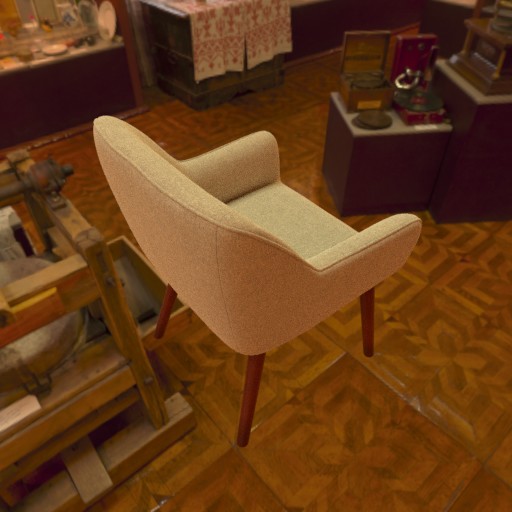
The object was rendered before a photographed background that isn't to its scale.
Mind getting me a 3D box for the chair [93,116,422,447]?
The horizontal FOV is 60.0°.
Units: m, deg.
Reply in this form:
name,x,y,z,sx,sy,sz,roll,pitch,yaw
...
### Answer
name,x,y,z,sx,sy,sz,roll,pitch,yaw
chair,0.000,0.000,1.236,0.610,0.813,0.610,-28,49,-27
